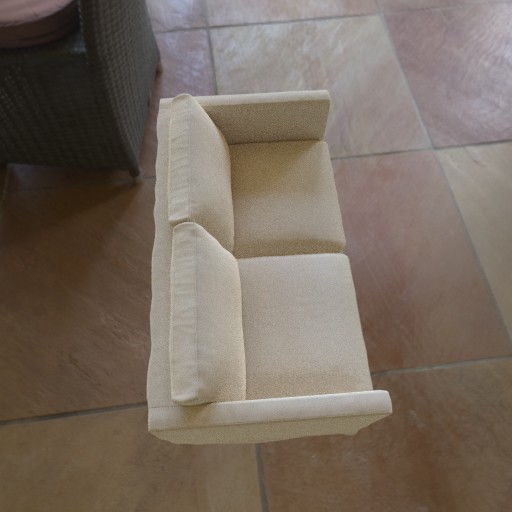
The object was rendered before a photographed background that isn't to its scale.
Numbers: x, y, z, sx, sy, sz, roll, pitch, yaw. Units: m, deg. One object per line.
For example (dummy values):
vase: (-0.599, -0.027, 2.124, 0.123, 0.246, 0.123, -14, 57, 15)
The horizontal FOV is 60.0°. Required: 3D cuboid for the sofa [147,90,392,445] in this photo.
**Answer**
sofa: (0.000, 0.000, 2.311, 0.962, 0.834, 1.746, -4, 63, -2)
